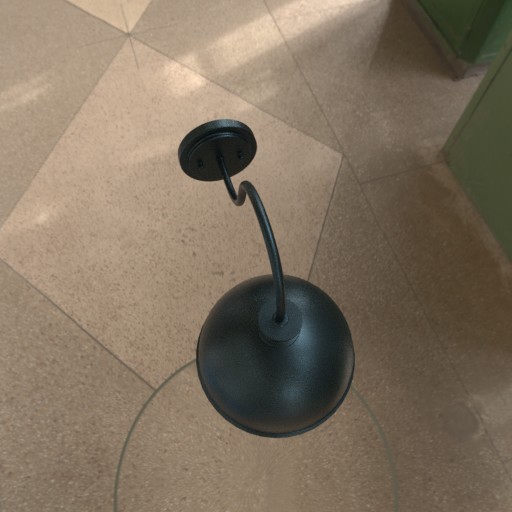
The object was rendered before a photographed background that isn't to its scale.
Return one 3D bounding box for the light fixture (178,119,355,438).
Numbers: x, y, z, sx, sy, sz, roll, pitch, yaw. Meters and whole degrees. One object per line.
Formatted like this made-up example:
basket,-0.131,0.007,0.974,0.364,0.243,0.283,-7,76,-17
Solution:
light fixture,0.000,0.000,0.630,0.253,0.295,0.467,-15,64,-8
